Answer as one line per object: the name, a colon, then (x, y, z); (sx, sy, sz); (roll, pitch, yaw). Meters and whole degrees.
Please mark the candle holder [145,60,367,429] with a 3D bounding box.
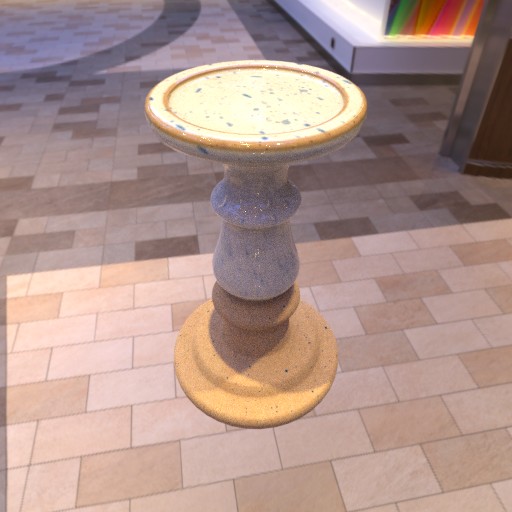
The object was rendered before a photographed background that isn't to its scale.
candle holder: (0.000, 0.000, 0.274); (0.123, 0.202, 0.123); (0, 41, 0)
